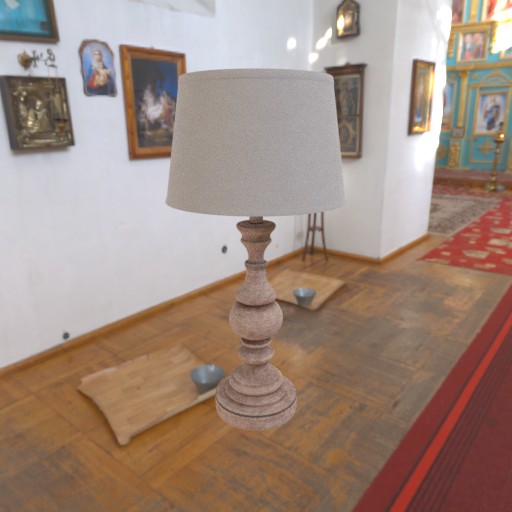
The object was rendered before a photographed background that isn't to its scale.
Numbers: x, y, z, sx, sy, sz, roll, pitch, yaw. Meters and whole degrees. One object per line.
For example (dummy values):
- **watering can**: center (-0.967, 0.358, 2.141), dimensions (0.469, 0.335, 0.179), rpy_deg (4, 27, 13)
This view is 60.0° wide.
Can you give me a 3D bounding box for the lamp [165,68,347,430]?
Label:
- **lamp**: center (0.000, 0.000, 0.878), dimensions (0.340, 0.678, 0.340), rpy_deg (0, 16, 0)
